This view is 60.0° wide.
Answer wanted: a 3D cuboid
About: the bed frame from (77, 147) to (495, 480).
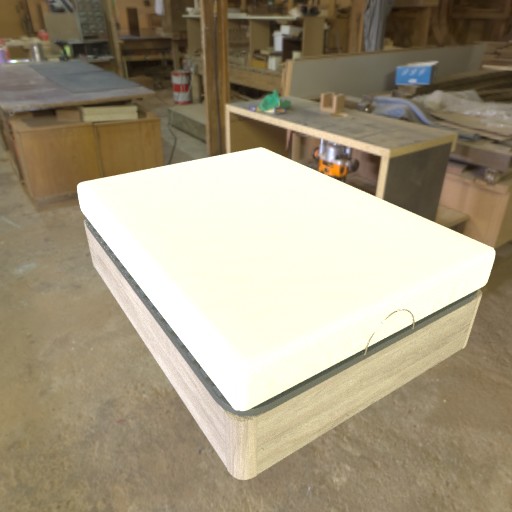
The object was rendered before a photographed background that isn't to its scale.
[{"bbox_3d":[0.000,0.000,2.468,1.400,0.561,1.900,-18,35,-28],"label":"bed frame"}]
